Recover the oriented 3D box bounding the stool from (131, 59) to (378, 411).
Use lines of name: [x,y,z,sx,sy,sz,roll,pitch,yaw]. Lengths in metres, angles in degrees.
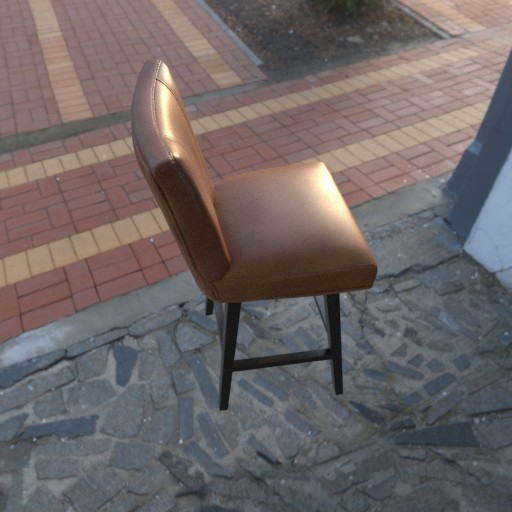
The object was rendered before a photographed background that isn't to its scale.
stool: [0.000,0.000,1.419,0.585,1.094,0.522,-8,47,-8]
